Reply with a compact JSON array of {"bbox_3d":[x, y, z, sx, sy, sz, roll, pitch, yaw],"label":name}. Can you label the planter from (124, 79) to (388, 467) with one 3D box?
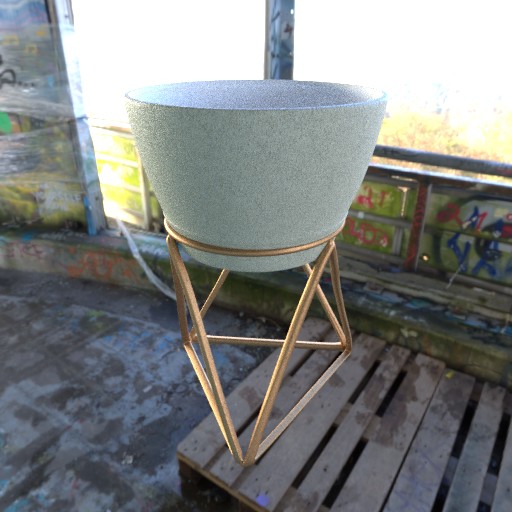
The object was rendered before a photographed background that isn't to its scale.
[{"bbox_3d":[0.000,0.000,0.717,0.350,0.504,0.350,18,32,32],"label":"planter"}]
